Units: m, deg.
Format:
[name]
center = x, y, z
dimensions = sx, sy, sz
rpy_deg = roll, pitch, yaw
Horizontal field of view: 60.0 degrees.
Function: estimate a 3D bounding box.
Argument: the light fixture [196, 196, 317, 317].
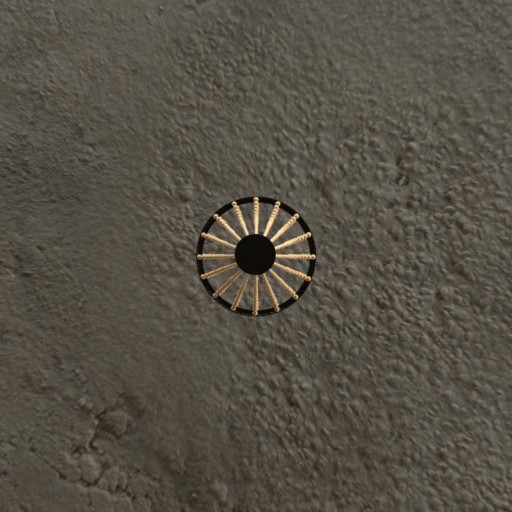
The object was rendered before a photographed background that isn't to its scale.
[light fixture]
center = 0.000, 0.000, 1.403
dimensions = 0.450, 1.133, 0.450
rpy_deg = 0, 90, 0
